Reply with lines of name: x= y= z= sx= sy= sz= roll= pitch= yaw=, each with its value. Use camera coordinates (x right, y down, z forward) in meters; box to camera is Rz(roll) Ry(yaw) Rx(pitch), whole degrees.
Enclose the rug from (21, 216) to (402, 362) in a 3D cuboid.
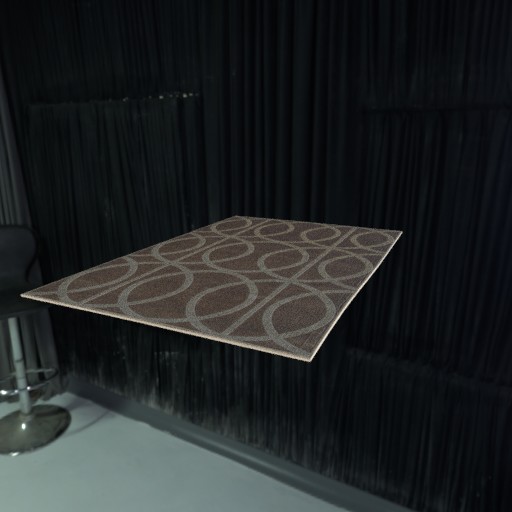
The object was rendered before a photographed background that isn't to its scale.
rug: x=0.000 y=0.000 z=2.887 sx=1.526 sy=0.014 sz=2.290 roll=7 pitch=18 yaw=24
